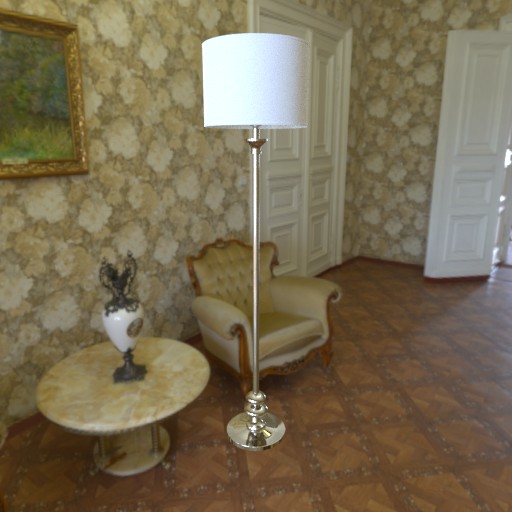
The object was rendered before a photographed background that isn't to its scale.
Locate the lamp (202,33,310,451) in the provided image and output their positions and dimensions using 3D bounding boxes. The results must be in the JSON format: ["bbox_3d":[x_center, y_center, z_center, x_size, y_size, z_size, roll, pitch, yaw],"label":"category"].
[{"bbox_3d":[0.000,0.000,1.644,0.356,1.487,0.356,-2,14,-9],"label":"lamp"}]
